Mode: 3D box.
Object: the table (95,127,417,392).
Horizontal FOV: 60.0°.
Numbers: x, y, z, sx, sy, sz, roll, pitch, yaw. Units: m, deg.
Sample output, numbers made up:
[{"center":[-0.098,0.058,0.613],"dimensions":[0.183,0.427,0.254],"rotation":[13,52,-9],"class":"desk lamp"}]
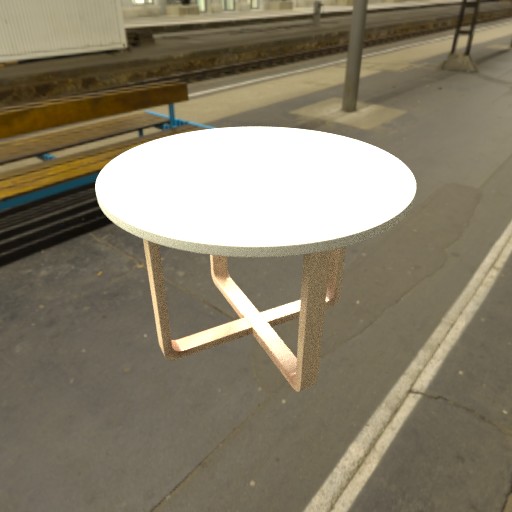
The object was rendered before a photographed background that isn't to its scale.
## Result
[{"center":[0.000,0.000,0.970],"dimensions":[0.600,0.400,0.600],"rotation":[0,32,0],"class":"table"}]
